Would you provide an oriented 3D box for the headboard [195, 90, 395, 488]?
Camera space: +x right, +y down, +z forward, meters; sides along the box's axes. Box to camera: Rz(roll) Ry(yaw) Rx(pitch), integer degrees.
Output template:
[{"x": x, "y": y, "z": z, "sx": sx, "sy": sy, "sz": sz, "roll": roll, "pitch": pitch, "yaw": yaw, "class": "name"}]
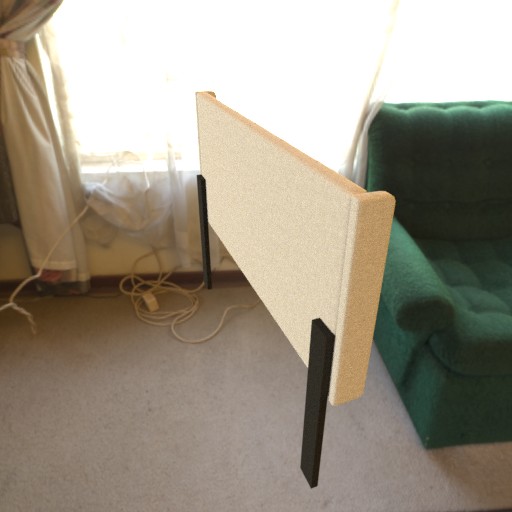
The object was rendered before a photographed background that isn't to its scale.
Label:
[{"x": 0.000, "y": 0.000, "z": 2.598, "sx": 0.184, "sy": 1.524, "sz": 2.051, "roll": -11, "pitch": 32, "yaw": -18, "class": "headboard"}]
